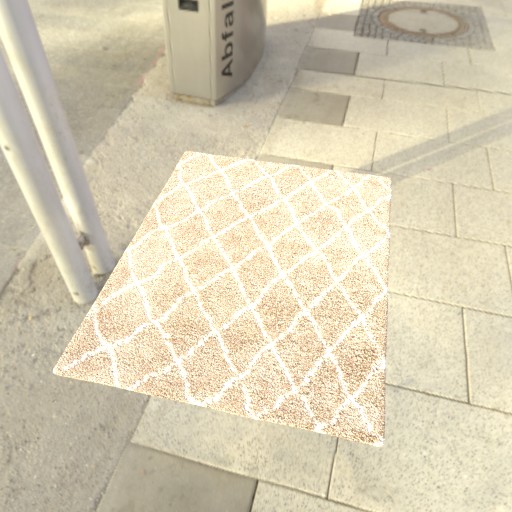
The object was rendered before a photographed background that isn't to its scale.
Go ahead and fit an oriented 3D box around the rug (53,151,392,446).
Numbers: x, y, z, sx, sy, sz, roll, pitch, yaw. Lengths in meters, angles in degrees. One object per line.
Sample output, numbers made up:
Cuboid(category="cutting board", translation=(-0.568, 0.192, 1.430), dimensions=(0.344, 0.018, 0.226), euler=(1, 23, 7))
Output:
Cuboid(category="rug", translation=(0.000, 0.000, 4.150), dimensions=(2.438, 0.029, 3.047), euler=(9, 47, 9))
